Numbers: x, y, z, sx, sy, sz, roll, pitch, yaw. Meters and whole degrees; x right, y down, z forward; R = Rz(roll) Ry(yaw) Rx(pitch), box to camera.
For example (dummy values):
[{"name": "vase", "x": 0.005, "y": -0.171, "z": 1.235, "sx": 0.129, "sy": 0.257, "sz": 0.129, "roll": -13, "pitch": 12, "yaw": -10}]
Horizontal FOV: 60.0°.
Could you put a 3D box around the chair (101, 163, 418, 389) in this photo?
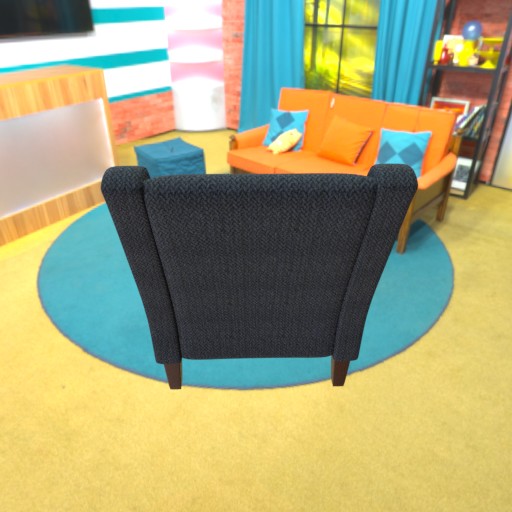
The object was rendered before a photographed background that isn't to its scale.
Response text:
[{"name": "chair", "x": 0.000, "y": 0.000, "z": 1.722, "sx": 0.793, "sy": 1.012, "sz": 0.944, "roll": -1, "pitch": 31, "yaw": -1}]
